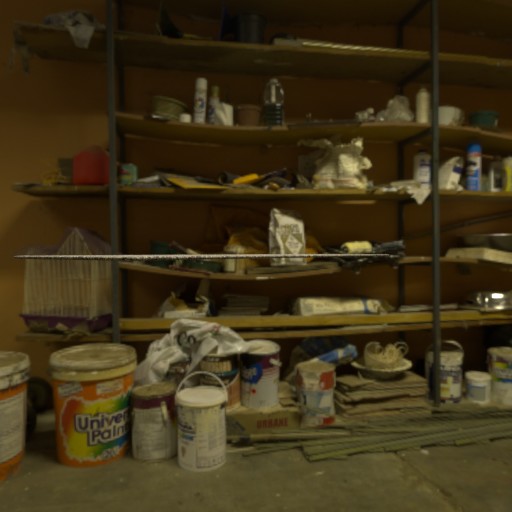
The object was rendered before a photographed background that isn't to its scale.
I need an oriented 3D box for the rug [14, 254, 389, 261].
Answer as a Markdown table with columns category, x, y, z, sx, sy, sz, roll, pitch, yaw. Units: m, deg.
| category | x | y | z | sx | sy | sz | roll | pitch | yaw |
| --- | --- | --- | --- | --- | --- | --- | --- | --- | --- |
| rug | 0.000 | 0.000 | 2.473 | 0.719 | 0.013 | 2.305 | 0 | 1 | 36 |
